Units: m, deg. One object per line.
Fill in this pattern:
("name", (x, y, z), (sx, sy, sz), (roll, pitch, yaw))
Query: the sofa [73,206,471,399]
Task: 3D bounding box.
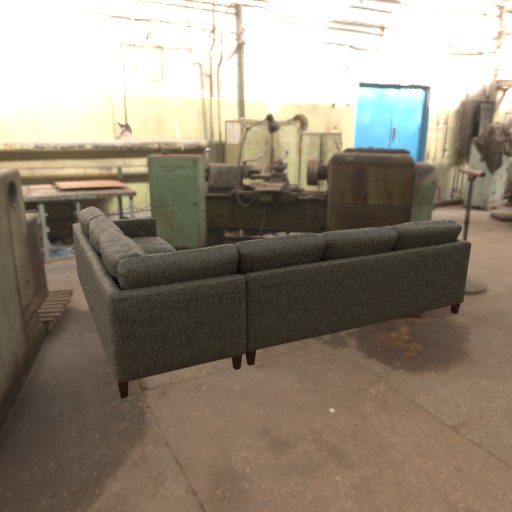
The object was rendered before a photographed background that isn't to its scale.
("sofa", (0.000, 0.000, 4.571), (3.302, 0.947, 2.593), (-8, 17, -25))
